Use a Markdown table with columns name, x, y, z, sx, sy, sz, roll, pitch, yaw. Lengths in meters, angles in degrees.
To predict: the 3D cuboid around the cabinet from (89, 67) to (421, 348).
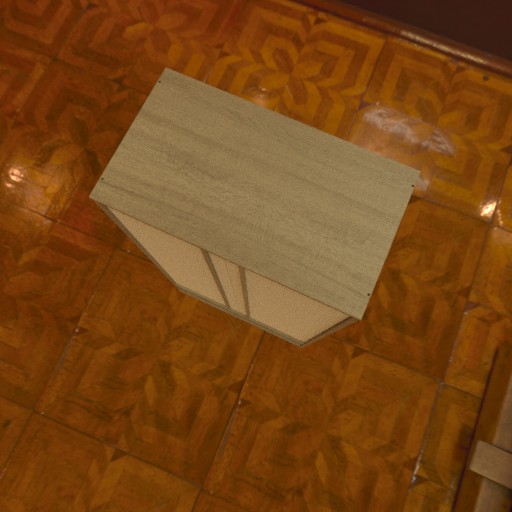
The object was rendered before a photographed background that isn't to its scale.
| name | x | y | z | sx | sy | sz | roll | pitch | yaw |
| --- | --- | --- | --- | --- | --- | --- | --- | --- | --- |
| cabinet | 0.000 | 0.000 | 2.506 | 1.006 | 1.999 | 0.571 | 24 | 77 | 6 |
